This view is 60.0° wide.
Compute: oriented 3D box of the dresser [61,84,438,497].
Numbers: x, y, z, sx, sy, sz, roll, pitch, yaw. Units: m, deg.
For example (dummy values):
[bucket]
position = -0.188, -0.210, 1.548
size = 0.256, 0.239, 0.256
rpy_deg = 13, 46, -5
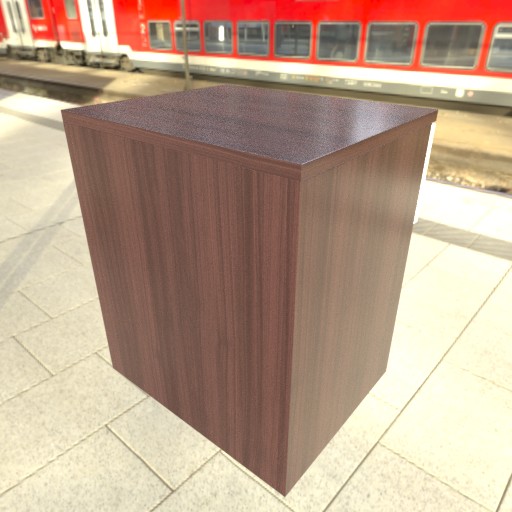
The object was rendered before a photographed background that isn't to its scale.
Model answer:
[dresser]
position = 0.000, 0.000, 0.732
size = 0.400, 0.470, 0.360
rpy_deg = 21, 35, 34
